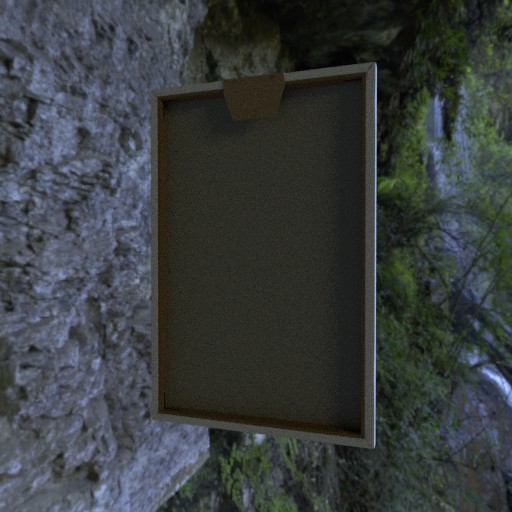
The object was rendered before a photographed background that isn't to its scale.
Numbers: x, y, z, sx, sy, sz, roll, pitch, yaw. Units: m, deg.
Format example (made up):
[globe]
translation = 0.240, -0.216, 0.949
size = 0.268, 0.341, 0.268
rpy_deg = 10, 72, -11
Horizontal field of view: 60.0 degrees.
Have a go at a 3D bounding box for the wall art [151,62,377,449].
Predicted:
[wall art]
translation = 0.000, 0.000, 1.154
size = 0.602, 0.916, 0.048
rpy_deg = 0, 1, 18
